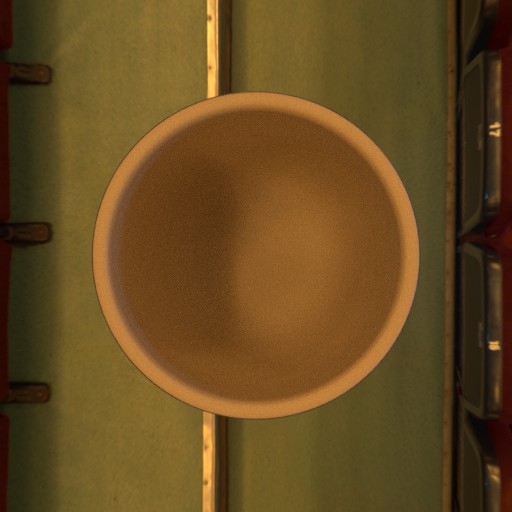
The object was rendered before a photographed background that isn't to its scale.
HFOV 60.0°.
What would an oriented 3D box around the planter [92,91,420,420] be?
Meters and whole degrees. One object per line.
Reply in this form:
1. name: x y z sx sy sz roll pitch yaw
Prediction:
1. planter: 0.000 0.000 0.292 0.165 0.149 0.165 0 90 0
